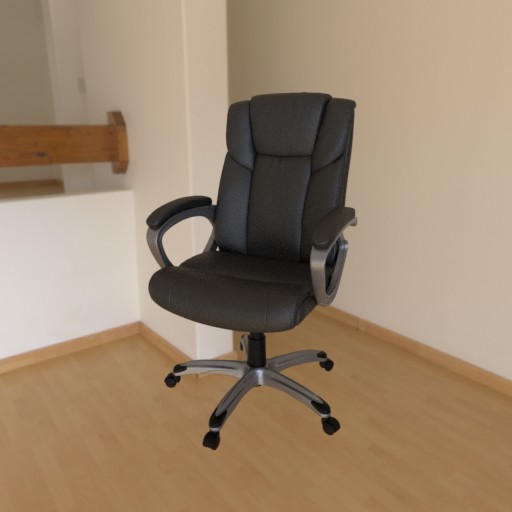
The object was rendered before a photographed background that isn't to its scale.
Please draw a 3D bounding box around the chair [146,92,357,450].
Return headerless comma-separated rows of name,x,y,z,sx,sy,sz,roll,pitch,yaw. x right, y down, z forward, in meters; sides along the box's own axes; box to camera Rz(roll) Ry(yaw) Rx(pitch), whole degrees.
chair,0.000,0.000,1.578,0.721,1.130,0.719,8,18,26
